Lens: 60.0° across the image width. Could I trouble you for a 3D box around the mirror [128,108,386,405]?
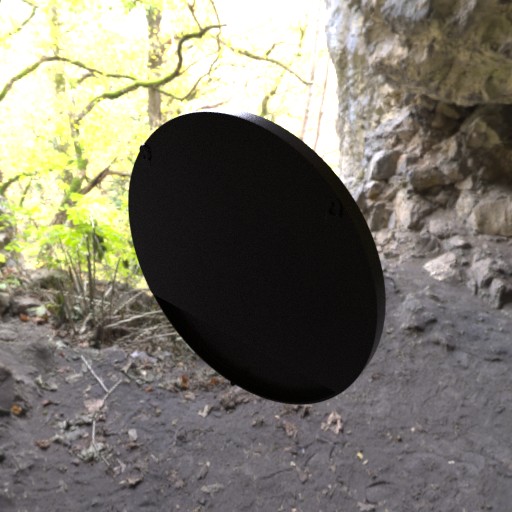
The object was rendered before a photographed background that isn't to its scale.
[{"bbox_3d":[0.000,0.000,0.692,0.457,0.457,0.133,22,37,32],"label":"mirror"}]
